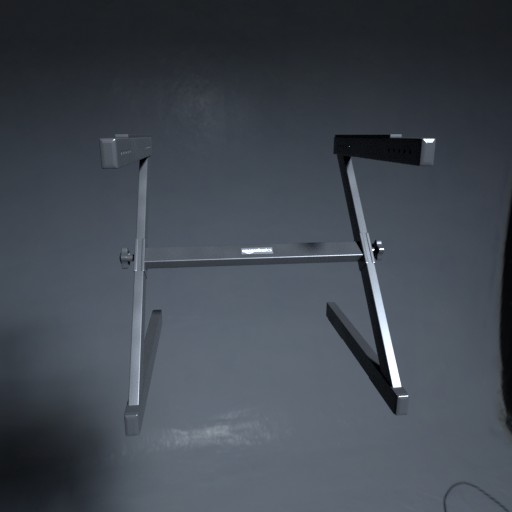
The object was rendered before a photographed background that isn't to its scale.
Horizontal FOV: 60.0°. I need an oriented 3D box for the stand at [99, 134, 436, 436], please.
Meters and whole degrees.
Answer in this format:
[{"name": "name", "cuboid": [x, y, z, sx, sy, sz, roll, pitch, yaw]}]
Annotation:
[{"name": "stand", "cuboid": [0.000, 0.000, 1.167, 0.700, 0.617, 0.586, -2, 15, -7]}]
